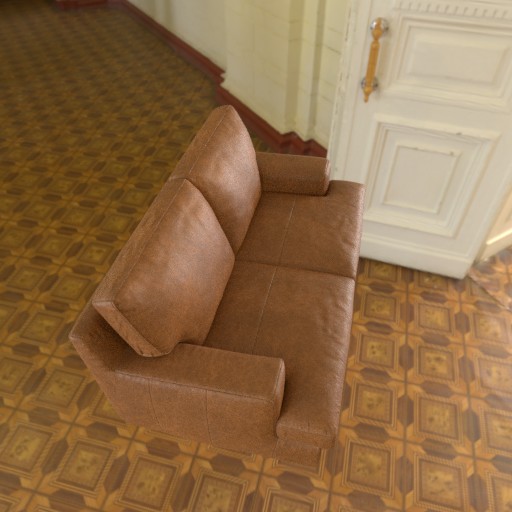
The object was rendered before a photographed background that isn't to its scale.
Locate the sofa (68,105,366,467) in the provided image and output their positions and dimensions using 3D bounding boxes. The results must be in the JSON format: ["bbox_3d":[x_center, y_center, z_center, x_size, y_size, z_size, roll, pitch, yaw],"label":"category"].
[{"bbox_3d":[0.000,0.000,2.499,1.144,0.966,1.880,10,46,10],"label":"sofa"}]
